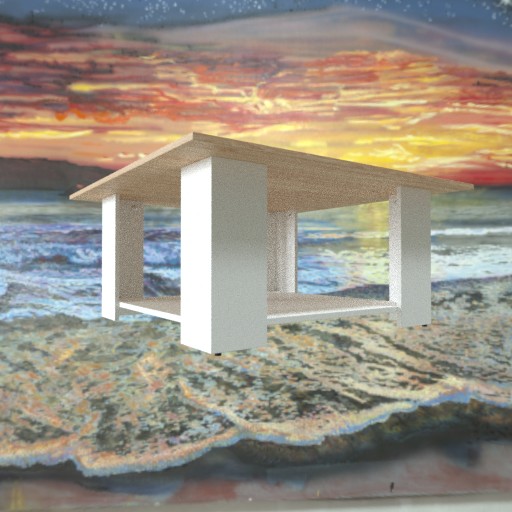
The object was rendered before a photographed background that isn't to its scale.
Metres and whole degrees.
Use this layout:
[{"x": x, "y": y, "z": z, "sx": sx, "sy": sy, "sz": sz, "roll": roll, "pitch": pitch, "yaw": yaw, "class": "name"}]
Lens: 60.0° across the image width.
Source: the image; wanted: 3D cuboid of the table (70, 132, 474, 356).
[{"x": 0.000, "y": 0.000, "z": 1.028, "sx": 0.670, "sy": 0.305, "sz": 0.670, "roll": 1, "pitch": -1, "yaw": -35, "class": "table"}]
